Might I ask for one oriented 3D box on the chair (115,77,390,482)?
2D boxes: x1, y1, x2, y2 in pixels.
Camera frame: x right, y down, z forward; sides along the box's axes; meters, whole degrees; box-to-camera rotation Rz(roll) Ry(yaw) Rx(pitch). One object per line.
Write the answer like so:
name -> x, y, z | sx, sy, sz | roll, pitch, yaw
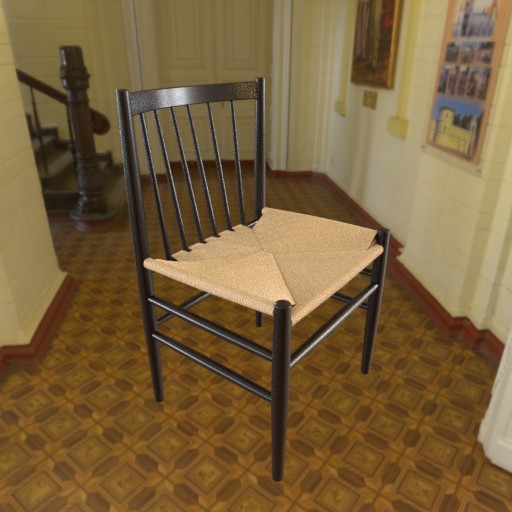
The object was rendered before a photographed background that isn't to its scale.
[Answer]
chair -> 0.000, 0.000, 1.136 | 0.516, 0.818, 0.495 | 18, 31, 34
